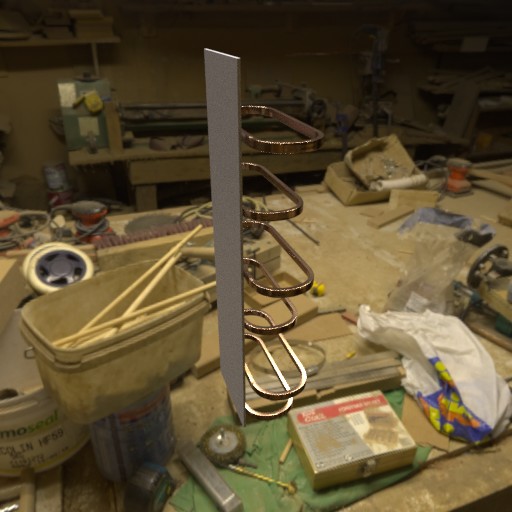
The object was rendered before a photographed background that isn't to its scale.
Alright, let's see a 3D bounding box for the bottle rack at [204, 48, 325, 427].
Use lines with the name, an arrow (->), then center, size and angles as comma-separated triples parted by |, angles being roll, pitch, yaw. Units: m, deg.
bottle rack -> 0.000, 0.000, 0.845 | 0.118, 0.709, 0.332 | -10, 30, -17
